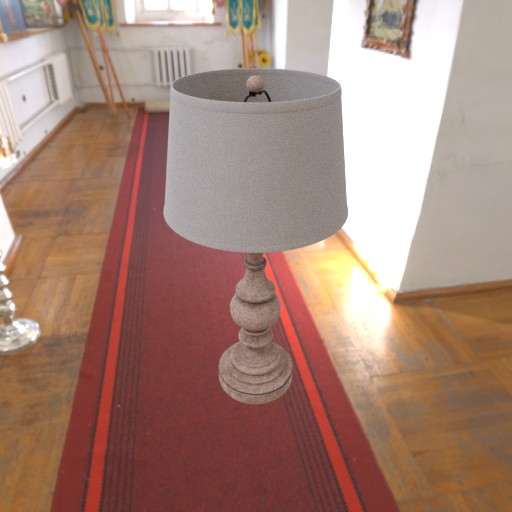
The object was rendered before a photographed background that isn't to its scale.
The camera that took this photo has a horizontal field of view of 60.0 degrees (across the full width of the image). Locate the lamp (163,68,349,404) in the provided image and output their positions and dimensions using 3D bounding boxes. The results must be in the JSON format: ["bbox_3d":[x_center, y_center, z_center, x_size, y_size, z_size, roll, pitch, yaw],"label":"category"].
[{"bbox_3d":[0.000,0.000,0.887,0.340,0.678,0.340,0,32,0],"label":"lamp"}]
